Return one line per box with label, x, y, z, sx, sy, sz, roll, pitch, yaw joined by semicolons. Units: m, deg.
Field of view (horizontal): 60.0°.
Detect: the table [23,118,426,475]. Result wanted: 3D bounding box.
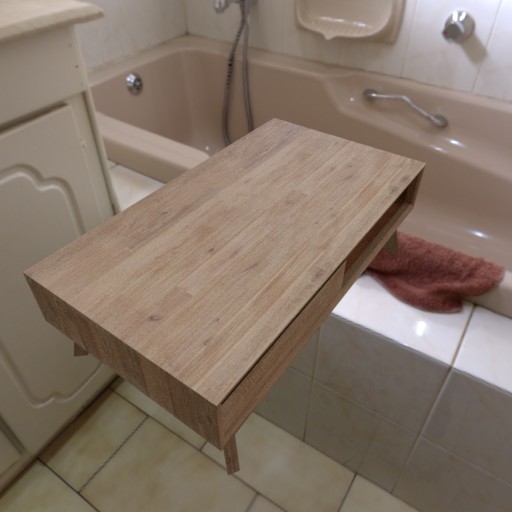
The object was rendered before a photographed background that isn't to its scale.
table;0.000;0.000;2.065;0.918;0.531;1.619;25;47;26
